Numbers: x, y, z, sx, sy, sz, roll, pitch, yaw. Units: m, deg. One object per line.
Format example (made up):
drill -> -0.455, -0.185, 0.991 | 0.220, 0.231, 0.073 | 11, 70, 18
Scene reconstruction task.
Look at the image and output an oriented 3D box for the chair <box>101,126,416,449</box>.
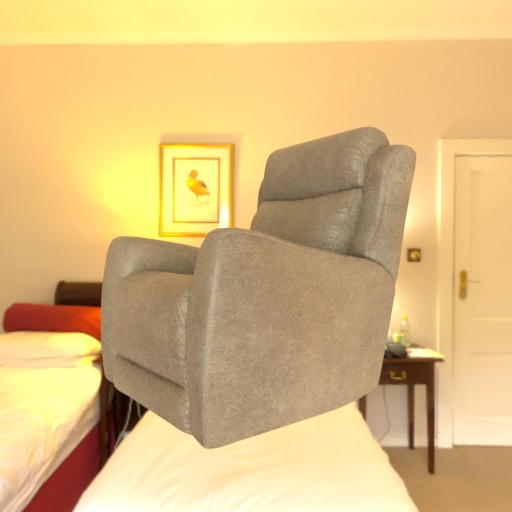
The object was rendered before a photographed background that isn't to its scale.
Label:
chair -> 0.000, 0.000, 1.901 | 1.068, 1.116, 0.965 | -1, 1, -37
